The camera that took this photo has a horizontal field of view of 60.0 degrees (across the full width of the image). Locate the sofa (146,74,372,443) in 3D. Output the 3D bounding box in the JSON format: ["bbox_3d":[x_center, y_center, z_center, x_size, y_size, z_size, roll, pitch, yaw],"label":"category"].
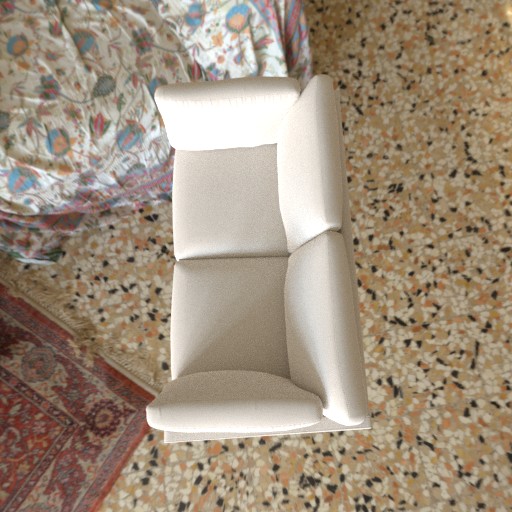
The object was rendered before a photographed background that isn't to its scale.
[{"bbox_3d":[0.000,0.000,2.370,0.970,0.836,1.776,-2,75,-1],"label":"sofa"}]
